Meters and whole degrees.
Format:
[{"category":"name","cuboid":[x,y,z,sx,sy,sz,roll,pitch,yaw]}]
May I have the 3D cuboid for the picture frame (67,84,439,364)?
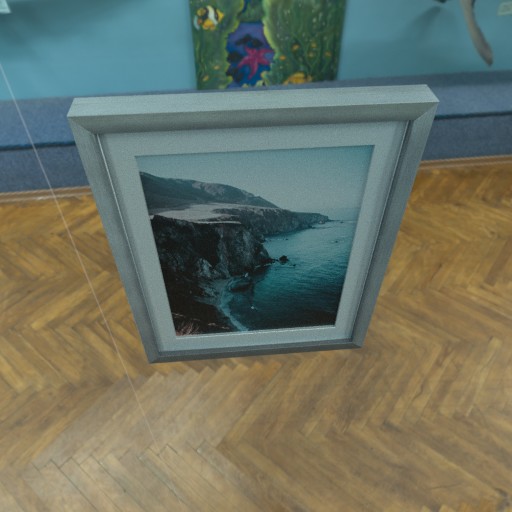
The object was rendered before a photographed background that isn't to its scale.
[{"category":"picture frame","cuboid":[0.000,0.000,0.747,0.449,0.555,0.046,-3,46,-3]}]
